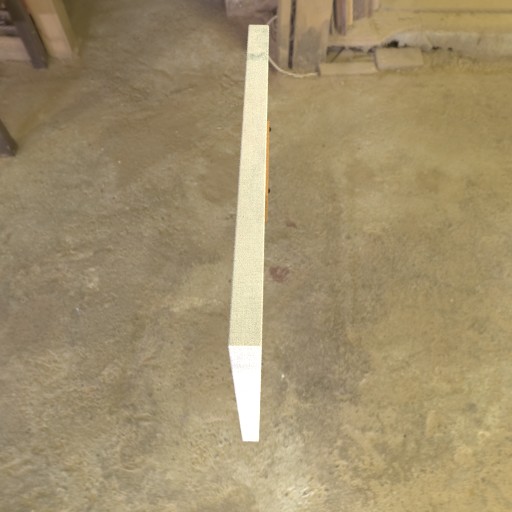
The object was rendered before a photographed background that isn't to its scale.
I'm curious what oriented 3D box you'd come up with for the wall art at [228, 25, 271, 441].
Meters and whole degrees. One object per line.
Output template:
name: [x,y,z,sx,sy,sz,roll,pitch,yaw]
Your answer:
wall art: [0.000,0.000,0.896,0.044,0.605,0.605,1,58,1]
